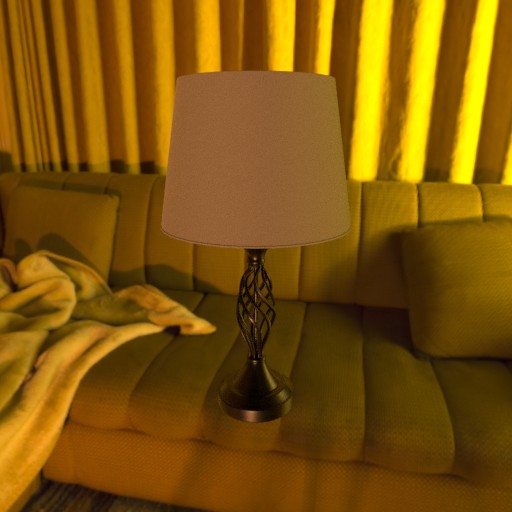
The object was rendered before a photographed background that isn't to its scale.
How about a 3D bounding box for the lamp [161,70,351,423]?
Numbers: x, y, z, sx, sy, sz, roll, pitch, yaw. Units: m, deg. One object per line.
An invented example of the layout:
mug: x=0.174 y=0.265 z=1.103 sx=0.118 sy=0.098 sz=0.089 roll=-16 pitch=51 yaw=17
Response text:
lamp: x=0.000 y=0.000 z=0.801 sx=0.331 sy=0.594 sz=0.331 roll=0 pitch=16 yaw=0
